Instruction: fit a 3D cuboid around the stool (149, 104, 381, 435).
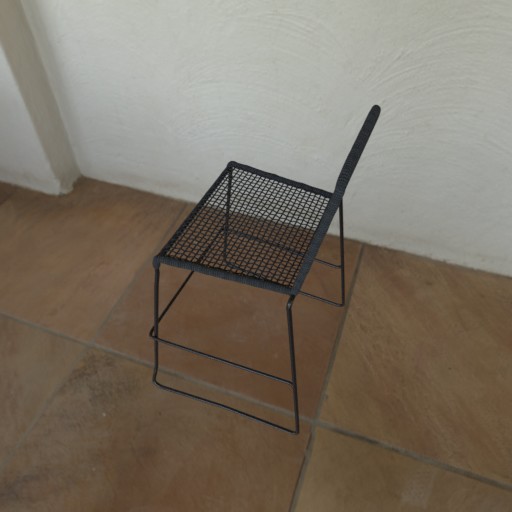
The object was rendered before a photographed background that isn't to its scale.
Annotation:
[{"bbox_3d":[0.000,0.000,1.270,0.509,0.905,0.590,17,50,15],"label":"stool"}]
